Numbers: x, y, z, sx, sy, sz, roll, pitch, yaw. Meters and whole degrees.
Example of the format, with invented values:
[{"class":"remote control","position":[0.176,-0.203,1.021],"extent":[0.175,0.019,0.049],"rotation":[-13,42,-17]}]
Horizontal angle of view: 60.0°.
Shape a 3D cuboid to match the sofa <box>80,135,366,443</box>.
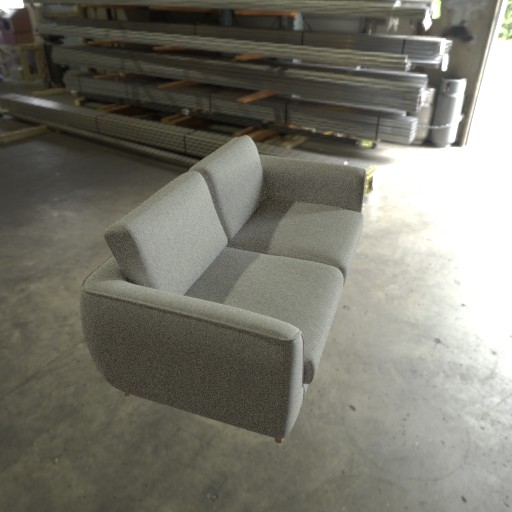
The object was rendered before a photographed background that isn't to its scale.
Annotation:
[{"class":"sofa","position":[0.000,0.000,2.253],"extent":[0.920,0.850,1.700],"rotation":[10,32,17]}]
